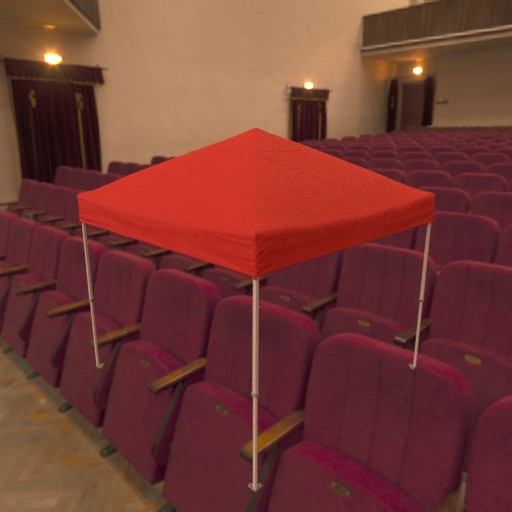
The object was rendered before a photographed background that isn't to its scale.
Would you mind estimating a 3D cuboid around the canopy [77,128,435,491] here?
[{"bbox_3d":[0.000,0.000,5.388,2.996,2.997,2.998,-15,22,-43],"label":"canopy"}]
